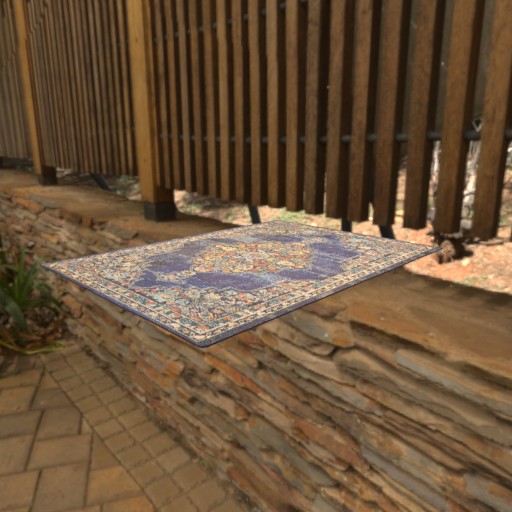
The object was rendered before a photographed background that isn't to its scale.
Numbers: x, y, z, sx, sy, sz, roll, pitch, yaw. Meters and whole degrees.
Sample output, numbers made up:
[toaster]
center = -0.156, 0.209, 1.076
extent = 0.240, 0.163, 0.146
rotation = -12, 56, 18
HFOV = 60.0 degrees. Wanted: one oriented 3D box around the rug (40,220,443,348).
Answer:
[rug]
center = 0.000, 0.000, 2.993
extent = 1.630, 0.009, 2.232
rotation = 14, 21, 43
